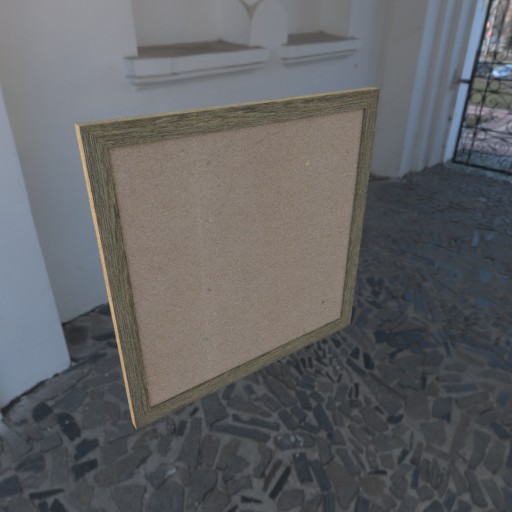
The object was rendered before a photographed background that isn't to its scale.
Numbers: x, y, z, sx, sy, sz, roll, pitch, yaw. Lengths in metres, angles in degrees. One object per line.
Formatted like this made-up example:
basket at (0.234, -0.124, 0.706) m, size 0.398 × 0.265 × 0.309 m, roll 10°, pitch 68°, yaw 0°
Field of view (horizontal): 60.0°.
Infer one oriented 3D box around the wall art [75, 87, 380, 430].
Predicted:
wall art at (0.000, 0.000, 0.765) m, size 0.508 × 0.508 × 0.019 m, roll -19°, pitch 34°, yaw -30°
